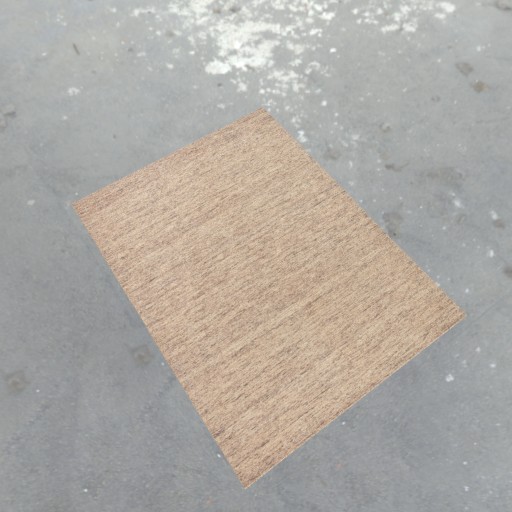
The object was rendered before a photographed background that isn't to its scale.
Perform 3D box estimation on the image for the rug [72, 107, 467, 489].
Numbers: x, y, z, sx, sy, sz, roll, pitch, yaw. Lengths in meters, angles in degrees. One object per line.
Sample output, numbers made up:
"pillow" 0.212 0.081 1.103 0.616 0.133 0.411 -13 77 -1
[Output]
"rug" 0.000 0.000 4.322 2.448 0.013 3.205 -32 66 -16
